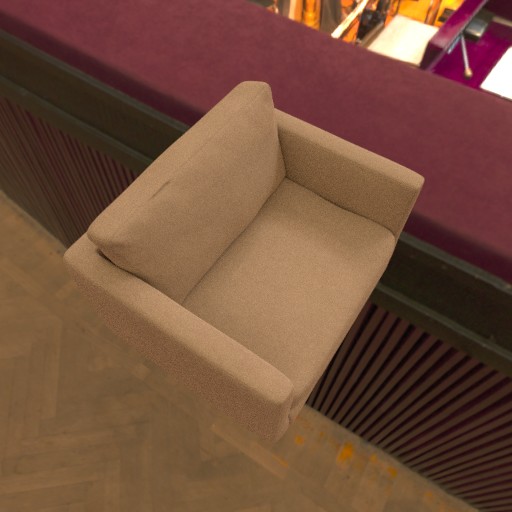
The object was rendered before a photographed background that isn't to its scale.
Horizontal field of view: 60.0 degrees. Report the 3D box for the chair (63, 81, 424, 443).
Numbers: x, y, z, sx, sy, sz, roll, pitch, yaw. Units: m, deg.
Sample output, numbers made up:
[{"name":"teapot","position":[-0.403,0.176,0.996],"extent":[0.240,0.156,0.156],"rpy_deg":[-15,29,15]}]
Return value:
[{"name":"chair","position":[0.000,0.000,1.871],"extent":[0.959,0.961,1.107],"rpy_deg":[30,63,17]}]
